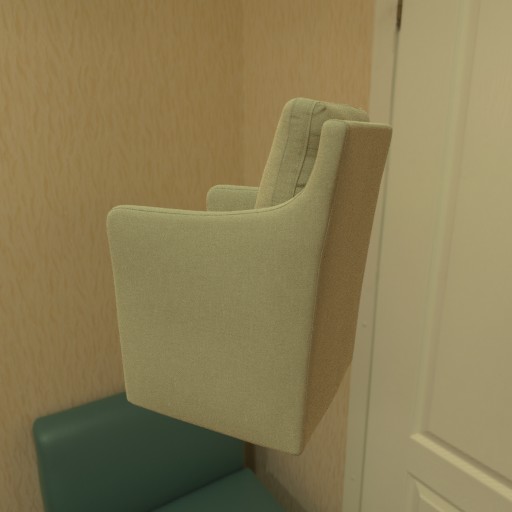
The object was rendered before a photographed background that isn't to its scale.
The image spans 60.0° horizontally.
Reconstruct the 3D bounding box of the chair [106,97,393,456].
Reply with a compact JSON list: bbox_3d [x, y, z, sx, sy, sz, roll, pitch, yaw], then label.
[{"bbox_3d":[0.000,0.000,1.407,0.694,0.914,0.626,7,17,24],"label":"chair"}]
